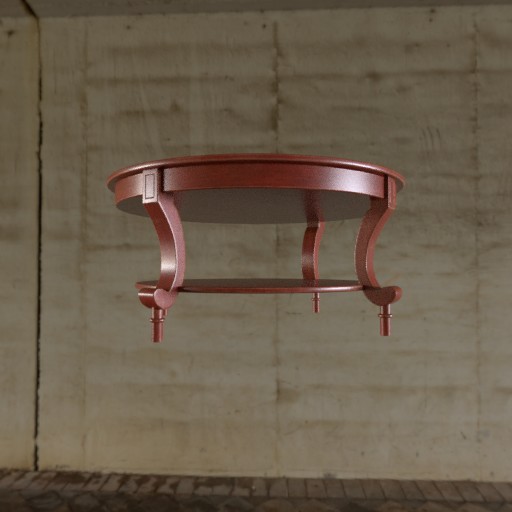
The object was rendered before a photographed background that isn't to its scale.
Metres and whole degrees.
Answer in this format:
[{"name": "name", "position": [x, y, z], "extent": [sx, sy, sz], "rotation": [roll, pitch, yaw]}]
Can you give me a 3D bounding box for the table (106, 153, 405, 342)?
[{"name": "table", "position": [0.000, 0.000, 1.599], "extent": [1.029, 0.486, 1.029], "rotation": [0, -1, 0]}]
